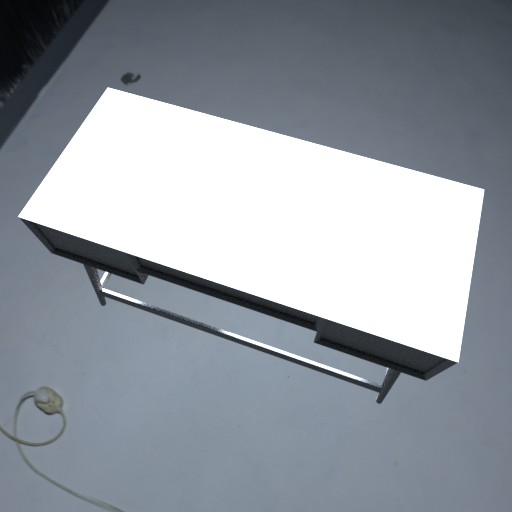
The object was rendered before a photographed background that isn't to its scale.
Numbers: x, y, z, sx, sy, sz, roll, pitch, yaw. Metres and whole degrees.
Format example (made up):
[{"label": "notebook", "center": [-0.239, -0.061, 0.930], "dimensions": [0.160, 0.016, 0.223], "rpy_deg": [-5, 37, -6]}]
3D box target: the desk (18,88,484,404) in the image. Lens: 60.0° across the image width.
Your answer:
[{"label": "desk", "center": [0.000, 0.000, 1.703], "dimensions": [1.313, 0.762, 0.589], "rpy_deg": [18, 65, 9]}]
